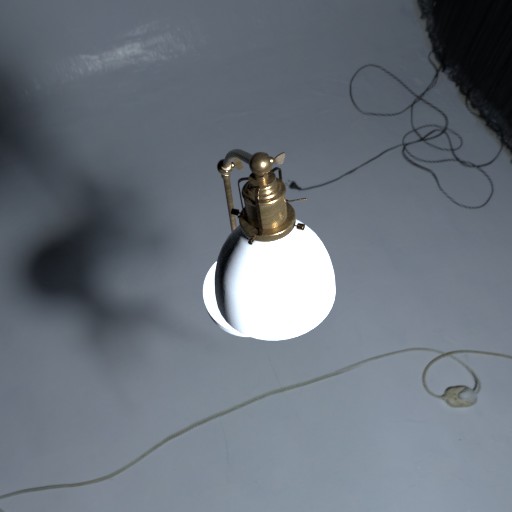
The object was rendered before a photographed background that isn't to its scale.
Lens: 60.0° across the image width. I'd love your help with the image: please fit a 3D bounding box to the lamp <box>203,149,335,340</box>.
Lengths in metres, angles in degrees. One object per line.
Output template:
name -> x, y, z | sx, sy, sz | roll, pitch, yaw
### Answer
lamp -> 0.000, 0.000, 0.673 | 0.186, 0.522, 0.317 | -17, 64, -9
